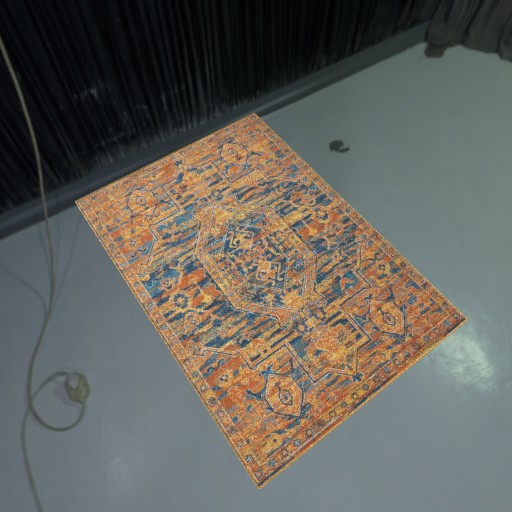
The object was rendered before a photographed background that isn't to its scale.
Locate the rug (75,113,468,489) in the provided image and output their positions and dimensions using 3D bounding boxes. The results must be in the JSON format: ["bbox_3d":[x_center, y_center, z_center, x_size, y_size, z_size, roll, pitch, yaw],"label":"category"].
[{"bbox_3d":[0.000,0.000,3.804,2.043,0.019,2.916,-32,64,-17],"label":"rug"}]
